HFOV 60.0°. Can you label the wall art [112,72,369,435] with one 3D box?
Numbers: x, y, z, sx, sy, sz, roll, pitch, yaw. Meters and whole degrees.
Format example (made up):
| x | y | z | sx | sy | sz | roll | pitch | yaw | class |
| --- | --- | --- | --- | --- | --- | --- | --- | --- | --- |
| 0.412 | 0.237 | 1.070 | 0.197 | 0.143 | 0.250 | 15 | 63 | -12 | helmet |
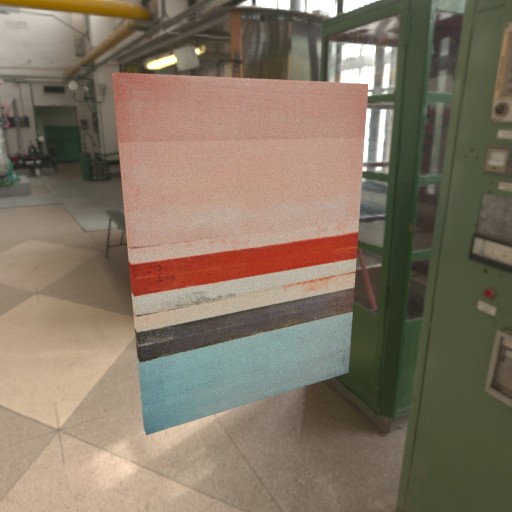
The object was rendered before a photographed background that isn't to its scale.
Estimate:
| x | y | z | sx | sy | sz | roll | pitch | yaw | class |
| --- | --- | --- | --- | --- | --- | --- | --- | --- | --- |
| 0.000 | 0.000 | 1.368 | 0.761 | 1.016 | 0.039 | -9 | 19 | -26 | wall art |
